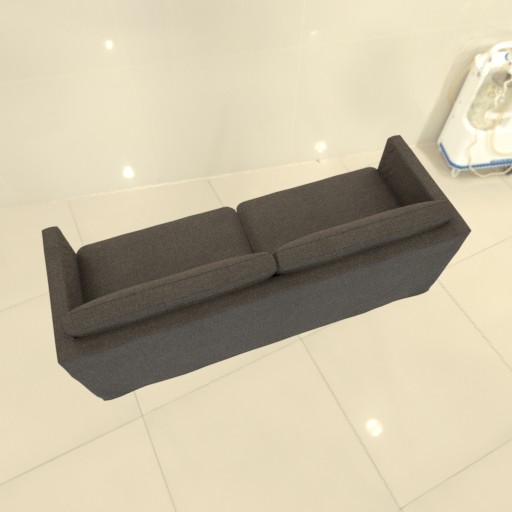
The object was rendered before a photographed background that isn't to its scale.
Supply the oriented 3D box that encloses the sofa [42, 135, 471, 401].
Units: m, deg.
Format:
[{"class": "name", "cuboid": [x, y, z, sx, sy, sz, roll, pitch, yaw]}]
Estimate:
[{"class": "sofa", "cuboid": [0.000, 0.000, 3.281, 2.779, 0.998, 1.036, -17, 59, -10]}]
